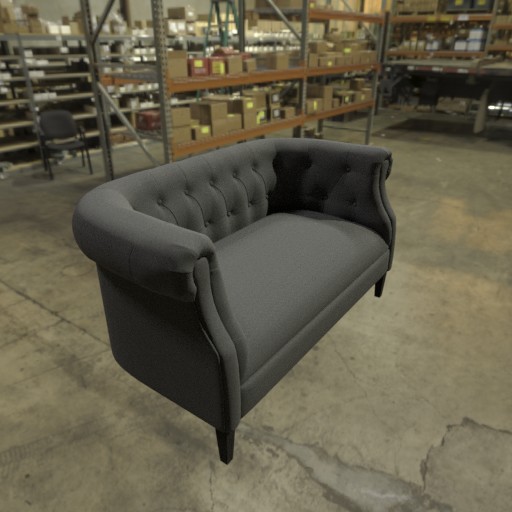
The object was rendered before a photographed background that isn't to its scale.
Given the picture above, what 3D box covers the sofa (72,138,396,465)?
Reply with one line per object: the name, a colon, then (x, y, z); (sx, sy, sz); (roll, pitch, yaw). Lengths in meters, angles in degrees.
sofa: (0.000, 0.000, 2.030); (0.835, 0.827, 1.558); (18, 31, 32)
